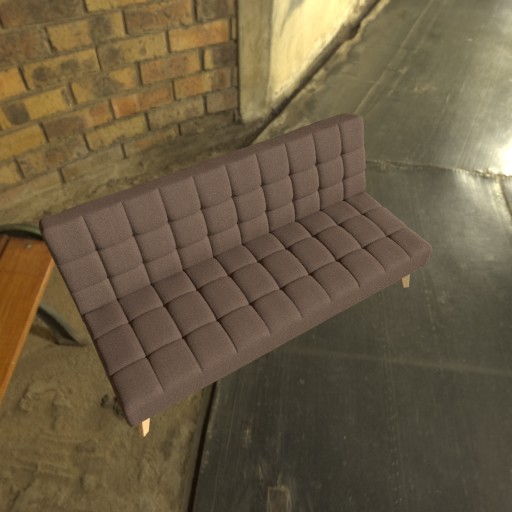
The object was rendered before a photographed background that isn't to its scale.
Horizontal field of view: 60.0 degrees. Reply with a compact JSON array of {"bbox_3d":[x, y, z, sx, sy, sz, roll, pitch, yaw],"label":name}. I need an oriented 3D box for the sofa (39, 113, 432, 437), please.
[{"bbox_3d":[0.000,0.000,2.319,1.800,0.810,0.860,-25,52,-21],"label":"sofa"}]
